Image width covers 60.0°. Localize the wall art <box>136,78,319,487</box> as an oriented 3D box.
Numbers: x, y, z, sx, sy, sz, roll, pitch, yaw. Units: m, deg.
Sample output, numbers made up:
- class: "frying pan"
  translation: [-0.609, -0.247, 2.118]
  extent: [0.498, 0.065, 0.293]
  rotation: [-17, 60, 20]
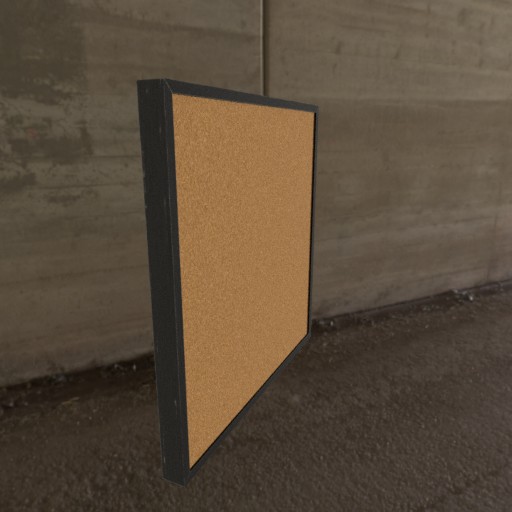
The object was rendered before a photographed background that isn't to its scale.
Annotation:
- class: "wall art"
  translation: [0.000, 0.000, 0.746]
  extent: [0.036, 0.506, 0.506]
  rotation: [7, 17, 25]
